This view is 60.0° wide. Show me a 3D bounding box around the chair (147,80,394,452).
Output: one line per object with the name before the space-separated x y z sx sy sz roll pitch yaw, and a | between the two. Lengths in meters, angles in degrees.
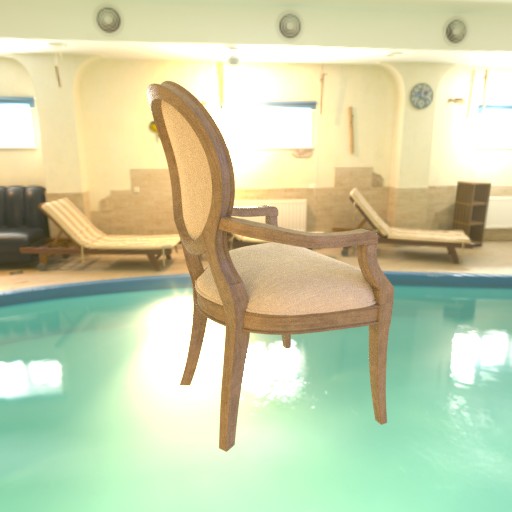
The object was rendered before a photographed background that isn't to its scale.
chair | 0.000 0.000 1.381 0.602 0.991 0.611 -7 16 -25
